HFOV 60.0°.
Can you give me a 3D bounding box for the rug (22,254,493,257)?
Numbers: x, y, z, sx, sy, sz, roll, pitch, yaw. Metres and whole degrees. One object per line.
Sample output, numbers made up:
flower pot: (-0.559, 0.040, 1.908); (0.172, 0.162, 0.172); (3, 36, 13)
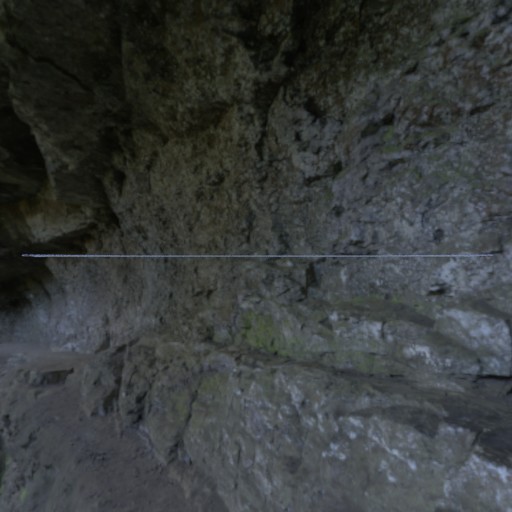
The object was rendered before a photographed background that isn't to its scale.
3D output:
rug: (0.000, 0.000, 3.818); (3.040, 0.017, 2.030); (0, 0, 0)
